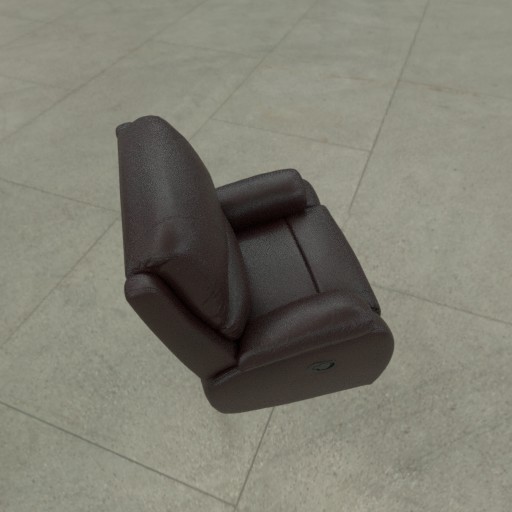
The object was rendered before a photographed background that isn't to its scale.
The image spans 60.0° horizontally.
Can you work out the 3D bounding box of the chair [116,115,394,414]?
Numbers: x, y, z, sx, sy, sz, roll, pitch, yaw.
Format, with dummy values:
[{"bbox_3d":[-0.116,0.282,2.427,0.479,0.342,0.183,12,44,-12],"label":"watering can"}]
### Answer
[{"bbox_3d":[0.000,0.000,1.768,0.899,1.011,0.930,-10,47,-9],"label":"chair"}]
